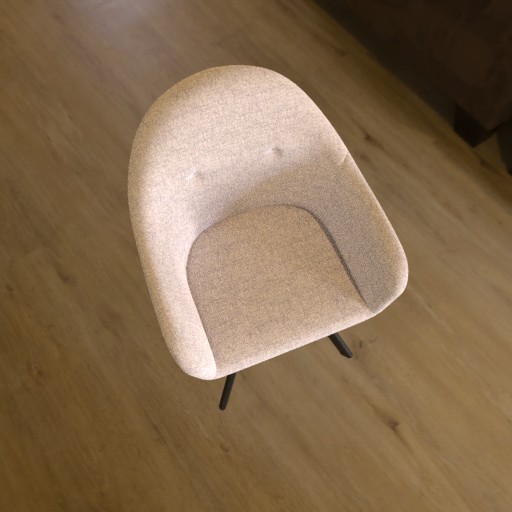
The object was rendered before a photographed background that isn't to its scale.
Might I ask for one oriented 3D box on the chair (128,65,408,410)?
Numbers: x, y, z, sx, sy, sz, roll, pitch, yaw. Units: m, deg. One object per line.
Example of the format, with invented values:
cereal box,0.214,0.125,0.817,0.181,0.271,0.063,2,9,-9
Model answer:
chair,0.000,0.000,1.172,0.540,0.780,0.570,-20,66,-9
